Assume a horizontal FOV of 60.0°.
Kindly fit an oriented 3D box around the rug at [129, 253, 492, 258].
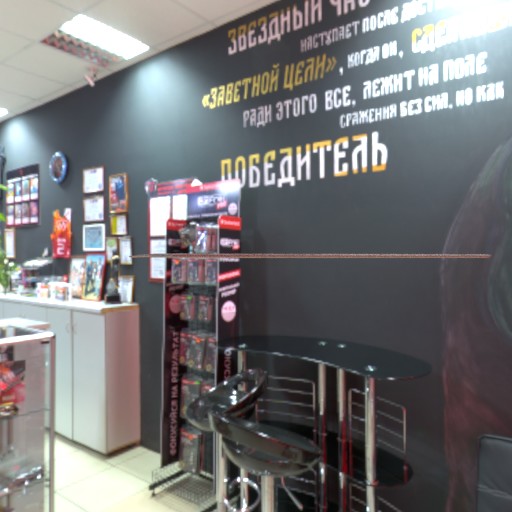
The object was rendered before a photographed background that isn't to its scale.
[{"bbox_3d":[0.000,0.000,3.051,1.535,0.022,2.498,0,0,-20],"label":"rug"}]
